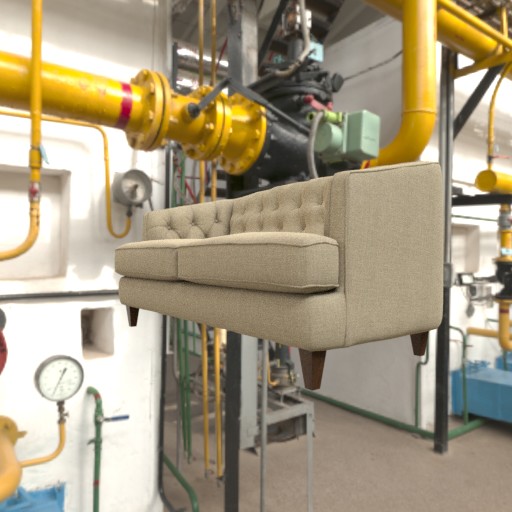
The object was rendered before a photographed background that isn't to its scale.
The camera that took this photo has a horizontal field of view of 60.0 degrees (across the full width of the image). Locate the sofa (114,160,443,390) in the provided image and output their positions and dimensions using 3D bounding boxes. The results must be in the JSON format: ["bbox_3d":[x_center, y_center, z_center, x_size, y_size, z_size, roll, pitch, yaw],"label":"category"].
[{"bbox_3d":[0.000,0.000,2.272,0.941,0.855,1.733,0,0,-36],"label":"sofa"}]
